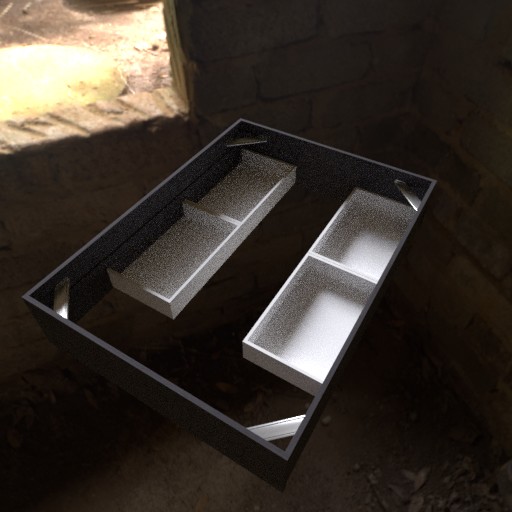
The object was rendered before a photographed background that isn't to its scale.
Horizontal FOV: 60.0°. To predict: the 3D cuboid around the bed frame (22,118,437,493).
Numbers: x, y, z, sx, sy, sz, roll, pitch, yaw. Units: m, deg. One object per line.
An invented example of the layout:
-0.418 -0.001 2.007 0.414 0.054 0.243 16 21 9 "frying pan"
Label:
0.000 0.000 2.578 1.448 0.459 1.944 24 51 21 "bed frame"
